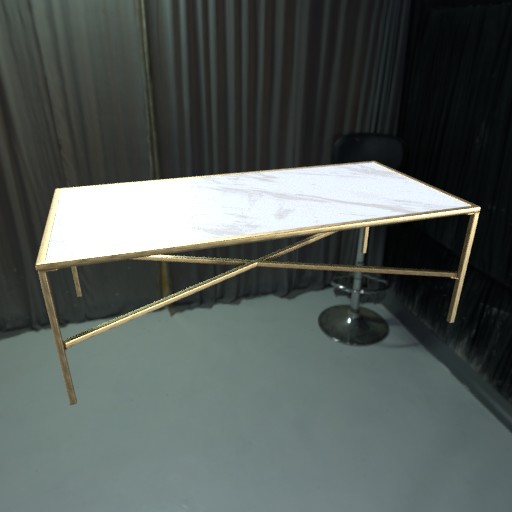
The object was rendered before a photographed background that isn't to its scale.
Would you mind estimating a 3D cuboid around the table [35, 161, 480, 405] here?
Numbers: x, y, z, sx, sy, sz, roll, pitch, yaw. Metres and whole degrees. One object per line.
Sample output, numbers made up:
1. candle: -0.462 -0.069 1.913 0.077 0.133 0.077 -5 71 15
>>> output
1. table: 0.000 0.000 1.463 1.197 0.405 0.577 -8 27 -16
